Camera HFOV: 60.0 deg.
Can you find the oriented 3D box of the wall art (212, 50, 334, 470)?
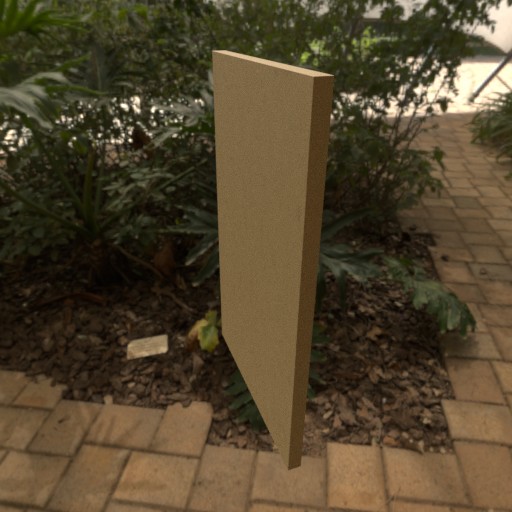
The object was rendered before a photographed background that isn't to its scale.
[{"bbox_3d":[0.000,0.000,0.999,0.039,0.810,0.510,-10,30,-18],"label":"wall art"}]
